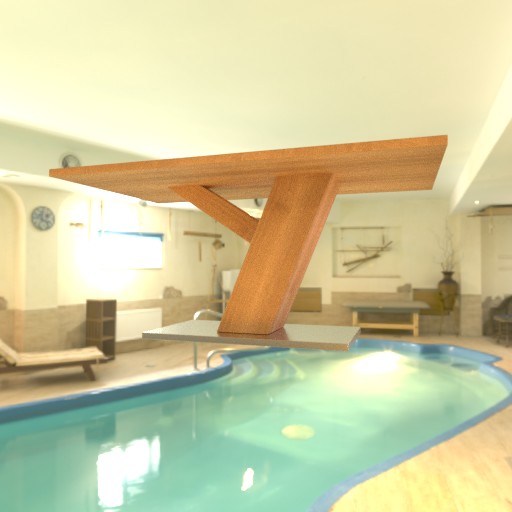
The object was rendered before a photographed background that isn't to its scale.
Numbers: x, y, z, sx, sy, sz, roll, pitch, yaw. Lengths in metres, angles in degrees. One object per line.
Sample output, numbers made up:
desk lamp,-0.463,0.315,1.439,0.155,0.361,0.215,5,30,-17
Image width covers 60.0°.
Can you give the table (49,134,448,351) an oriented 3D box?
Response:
table,0.000,0.000,2.095,1.600,0.750,0.900,0,-1,19
